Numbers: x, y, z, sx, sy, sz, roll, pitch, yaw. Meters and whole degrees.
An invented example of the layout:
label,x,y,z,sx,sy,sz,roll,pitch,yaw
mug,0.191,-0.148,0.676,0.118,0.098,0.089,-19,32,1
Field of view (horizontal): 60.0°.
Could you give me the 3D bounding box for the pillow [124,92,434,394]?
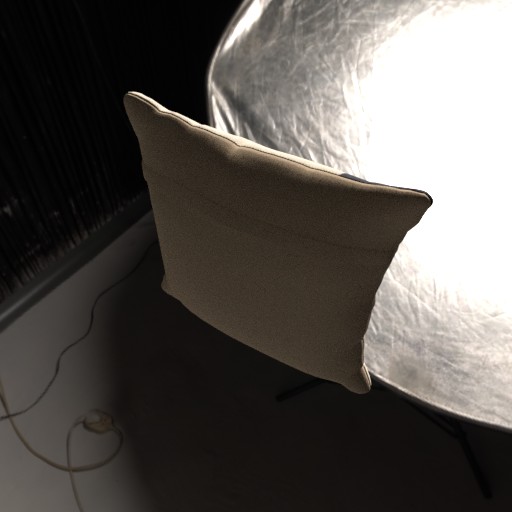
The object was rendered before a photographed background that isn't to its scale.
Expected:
label,x,y,z,sx,sy,sz,roll,pitch,yaw
pillow,0.000,0.000,0.814,0.536,0.506,0.229,24,50,21
